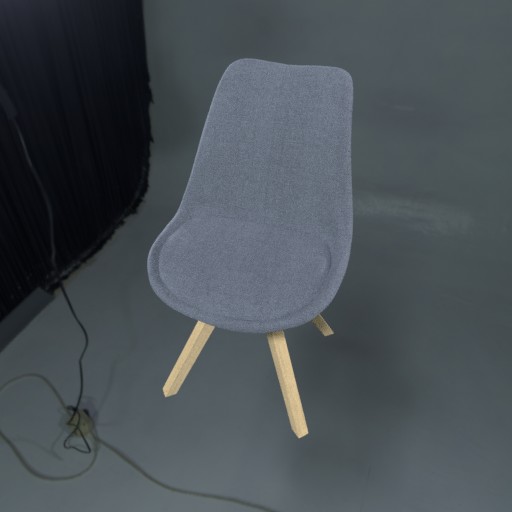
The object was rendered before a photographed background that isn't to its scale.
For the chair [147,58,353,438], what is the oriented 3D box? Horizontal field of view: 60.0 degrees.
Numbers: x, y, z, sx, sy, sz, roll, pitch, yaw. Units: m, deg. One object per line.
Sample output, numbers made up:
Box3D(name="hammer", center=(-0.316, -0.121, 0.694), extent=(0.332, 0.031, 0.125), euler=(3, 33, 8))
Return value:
Box3D(name="chair", center=(0.000, 0.000, 1.186), extent=(0.485, 0.850, 0.550), euler=(12, 41, 14))
